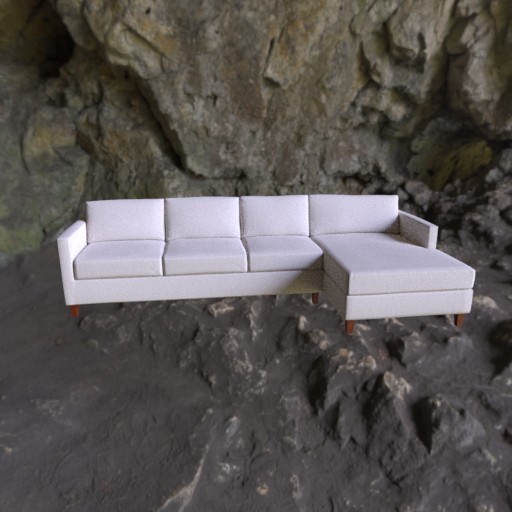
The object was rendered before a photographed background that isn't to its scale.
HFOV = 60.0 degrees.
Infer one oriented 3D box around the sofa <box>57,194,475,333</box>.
[{"bbox_3d":[0.000,0.000,4.175,3.471,0.954,1.599,-2,17,-7],"label":"sofa"}]
